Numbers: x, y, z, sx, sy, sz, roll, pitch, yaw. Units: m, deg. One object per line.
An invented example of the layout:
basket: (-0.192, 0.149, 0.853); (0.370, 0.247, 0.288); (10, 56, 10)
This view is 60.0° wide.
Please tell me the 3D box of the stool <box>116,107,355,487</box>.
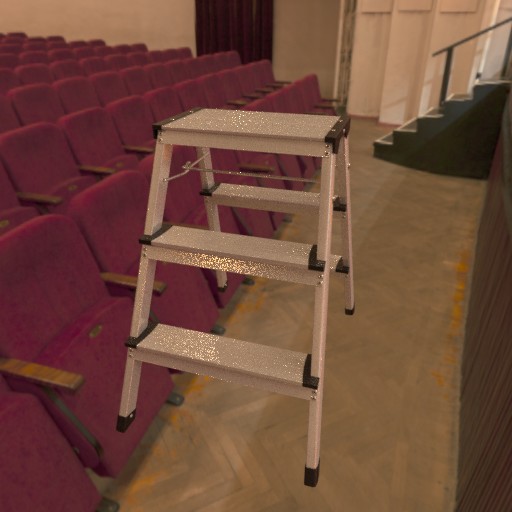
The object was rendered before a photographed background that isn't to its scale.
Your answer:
stool: (0.000, 0.000, 1.011); (0.437, 0.605, 0.622); (9, 29, 16)
